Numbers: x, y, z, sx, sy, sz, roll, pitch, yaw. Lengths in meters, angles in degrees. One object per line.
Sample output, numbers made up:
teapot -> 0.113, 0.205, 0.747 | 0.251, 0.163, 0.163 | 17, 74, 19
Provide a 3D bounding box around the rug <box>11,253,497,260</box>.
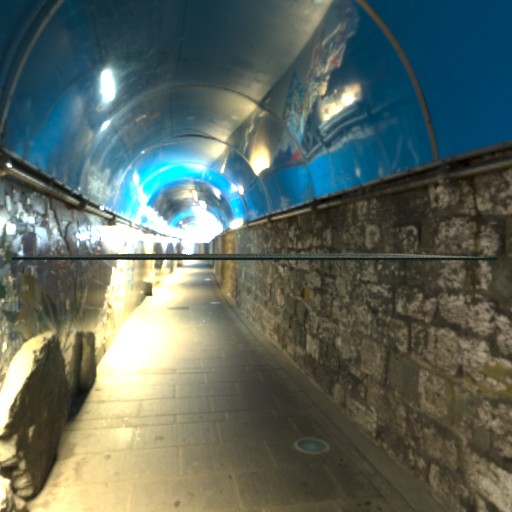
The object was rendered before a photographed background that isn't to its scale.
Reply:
rug -> 0.000, 0.000, 2.811 | 2.213, 0.013, 1.594 | 0, 1, 2
